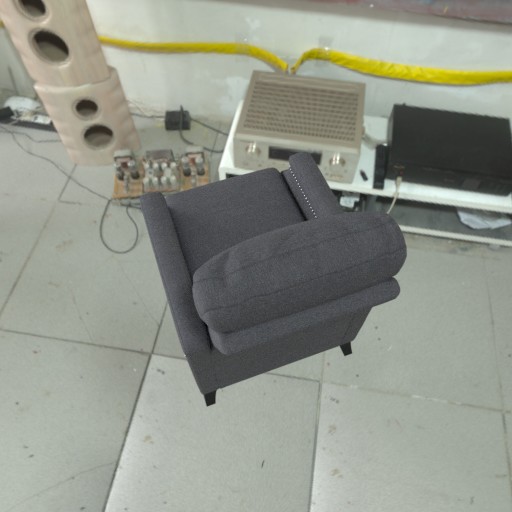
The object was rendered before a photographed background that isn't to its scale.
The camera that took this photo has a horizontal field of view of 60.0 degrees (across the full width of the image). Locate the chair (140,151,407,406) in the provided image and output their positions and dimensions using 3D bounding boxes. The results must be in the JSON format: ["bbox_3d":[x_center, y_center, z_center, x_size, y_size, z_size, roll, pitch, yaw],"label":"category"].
[{"bbox_3d":[0.000,0.000,1.667,0.710,1.049,0.922,-17,60,-10],"label":"chair"}]
